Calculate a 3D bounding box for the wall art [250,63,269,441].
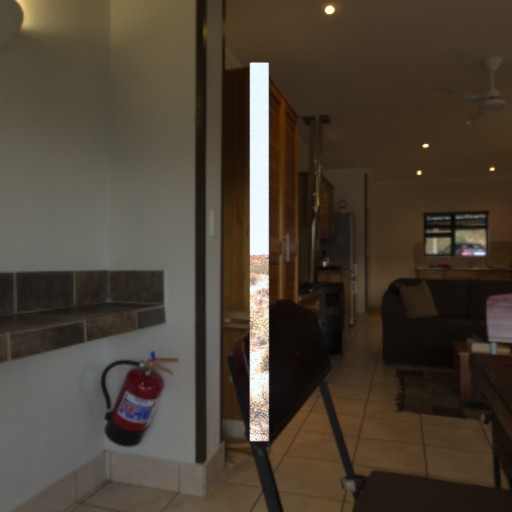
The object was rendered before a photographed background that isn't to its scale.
[{"bbox_3d":[0.000,0.000,1.949,0.051,1.016,1.520,0,-1,-1],"label":"wall art"}]
